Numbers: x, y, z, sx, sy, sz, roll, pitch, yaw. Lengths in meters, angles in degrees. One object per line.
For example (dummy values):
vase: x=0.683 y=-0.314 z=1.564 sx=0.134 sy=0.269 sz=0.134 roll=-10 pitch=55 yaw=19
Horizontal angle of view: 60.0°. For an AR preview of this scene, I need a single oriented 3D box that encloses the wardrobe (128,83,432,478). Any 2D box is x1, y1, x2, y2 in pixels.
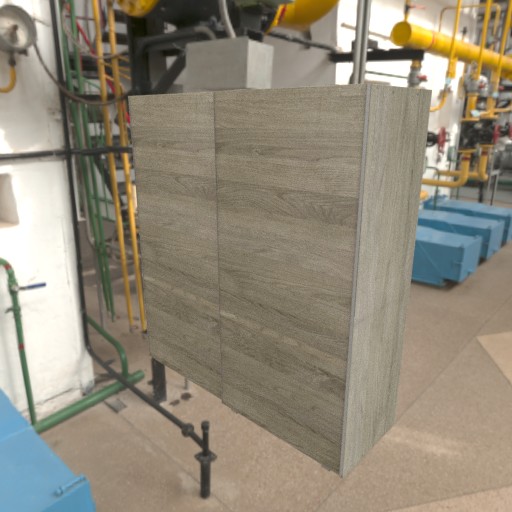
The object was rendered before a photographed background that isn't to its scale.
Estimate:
wardrobe: x=0.000 y=0.000 z=2.827 sx=1.780 sy=1.960 sz=0.629 roll=16 pitch=23 yaw=40
